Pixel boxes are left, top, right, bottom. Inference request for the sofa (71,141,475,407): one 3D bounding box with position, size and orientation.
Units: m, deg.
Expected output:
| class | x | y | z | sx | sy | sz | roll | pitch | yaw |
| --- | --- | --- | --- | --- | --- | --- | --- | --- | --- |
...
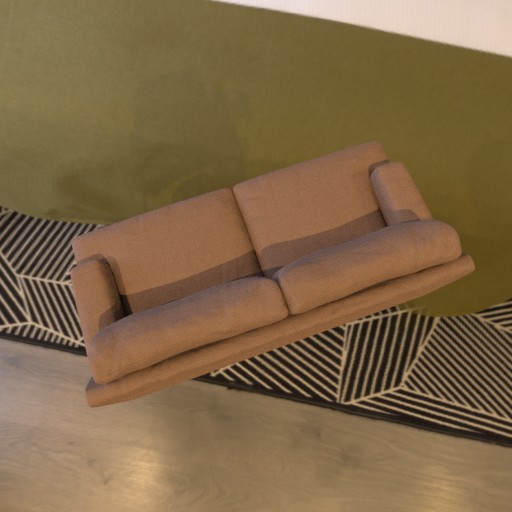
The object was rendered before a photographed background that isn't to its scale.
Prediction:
| class | x | y | z | sx | sy | sz | roll | pitch | yaw |
| --- | --- | --- | --- | --- | --- | --- | --- | --- | --- |
| sofa | 0.000 | 0.000 | 2.818 | 2.274 | 0.950 | 1.140 | -19 | 75 | -5 |
